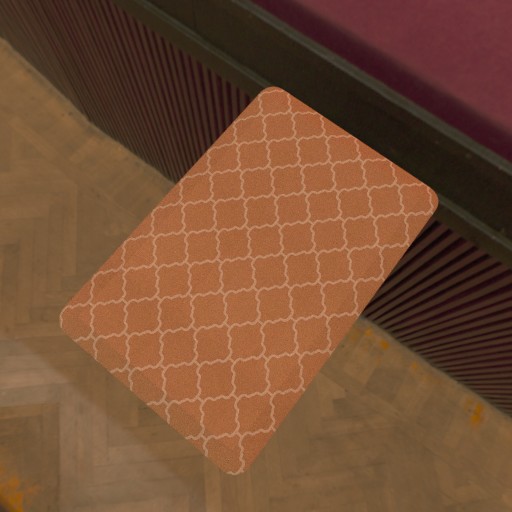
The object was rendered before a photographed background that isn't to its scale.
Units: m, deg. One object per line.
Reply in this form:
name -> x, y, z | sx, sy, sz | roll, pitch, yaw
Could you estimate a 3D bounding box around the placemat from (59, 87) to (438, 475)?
placemat -> 0.000, 0.000, 0.977 | 0.508, 0.021, 0.762 | 37, 77, 10
